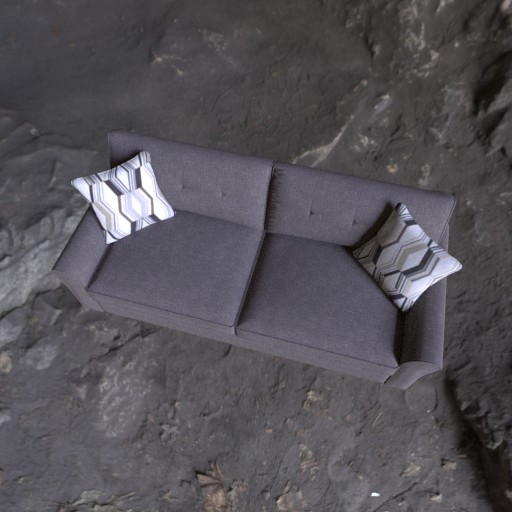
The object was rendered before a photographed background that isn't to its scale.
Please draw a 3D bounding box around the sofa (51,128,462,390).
[{"bbox_3d":[0.000,0.000,2.486,2.032,0.813,0.889,13,59,8],"label":"sofa"}]
